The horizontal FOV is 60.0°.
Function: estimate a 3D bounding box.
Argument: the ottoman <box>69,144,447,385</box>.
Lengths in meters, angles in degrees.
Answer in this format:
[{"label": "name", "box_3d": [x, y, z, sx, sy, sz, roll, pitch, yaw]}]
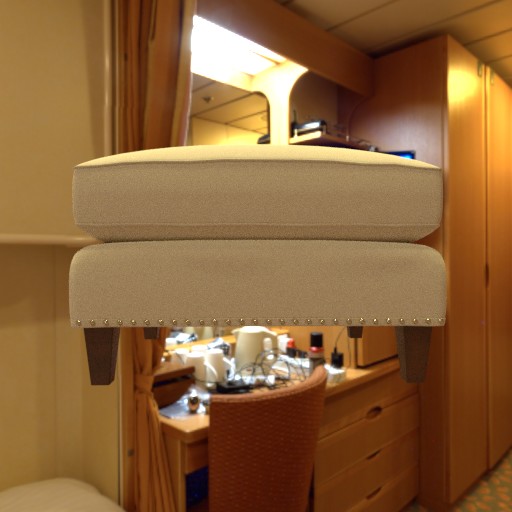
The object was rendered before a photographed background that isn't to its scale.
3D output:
[{"label": "ottoman", "box_3d": [0.000, 0.000, 1.145, 0.741, 0.513, 0.584, 0, 0, -2]}]
